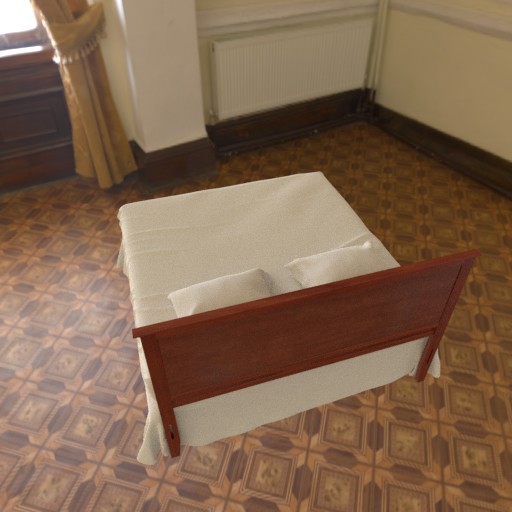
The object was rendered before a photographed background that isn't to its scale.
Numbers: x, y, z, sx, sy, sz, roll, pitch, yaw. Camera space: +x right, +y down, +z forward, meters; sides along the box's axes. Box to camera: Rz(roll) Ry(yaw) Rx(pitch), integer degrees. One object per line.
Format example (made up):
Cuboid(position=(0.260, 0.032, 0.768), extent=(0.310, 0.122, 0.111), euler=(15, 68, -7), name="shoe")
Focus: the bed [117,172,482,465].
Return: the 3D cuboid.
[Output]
Cuboid(position=(0.000, 0.000, 3.542), extent=(2.314, 1.271, 2.219), euler=(-12, 42, -14), name="bed")
